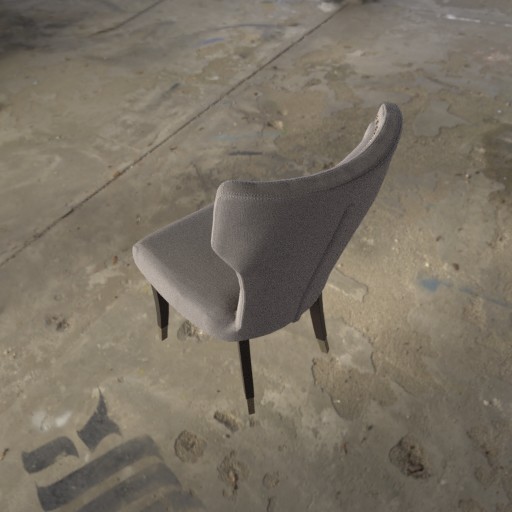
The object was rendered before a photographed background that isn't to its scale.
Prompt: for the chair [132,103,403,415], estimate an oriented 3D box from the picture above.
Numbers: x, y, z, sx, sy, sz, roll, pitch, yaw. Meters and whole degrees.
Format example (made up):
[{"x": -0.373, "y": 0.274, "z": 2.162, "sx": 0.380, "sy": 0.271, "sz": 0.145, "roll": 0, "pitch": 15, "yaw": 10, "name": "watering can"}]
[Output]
[{"x": 0.000, "y": 0.000, "z": 1.321, "sx": 0.526, "sy": 0.950, "sz": 0.630, "roll": -31, "pitch": 53, "yaw": -27, "name": "chair"}]
